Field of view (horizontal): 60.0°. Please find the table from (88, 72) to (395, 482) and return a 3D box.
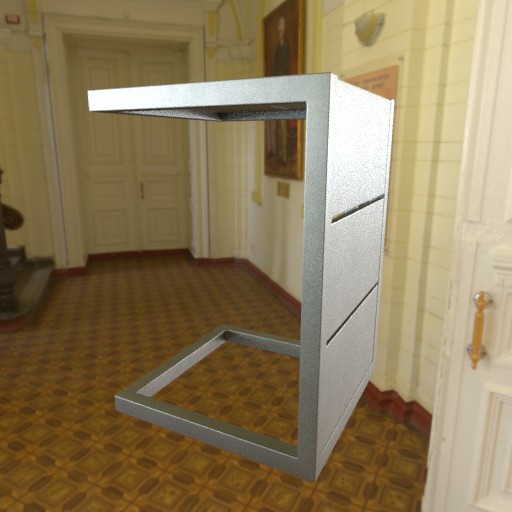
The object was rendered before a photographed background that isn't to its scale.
[{"bbox_3d":[0.000,0.000,0.889,0.420,0.609,0.405,7,16,27],"label":"table"}]
